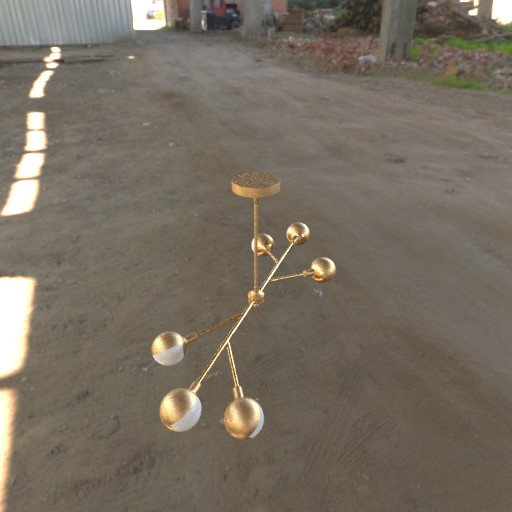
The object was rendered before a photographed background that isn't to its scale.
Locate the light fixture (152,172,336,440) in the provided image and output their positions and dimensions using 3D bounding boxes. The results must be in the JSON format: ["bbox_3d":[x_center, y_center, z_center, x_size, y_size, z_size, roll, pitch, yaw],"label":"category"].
[{"bbox_3d":[0.000,0.000,1.010,0.434,0.362,0.778,20,35,31],"label":"light fixture"}]
